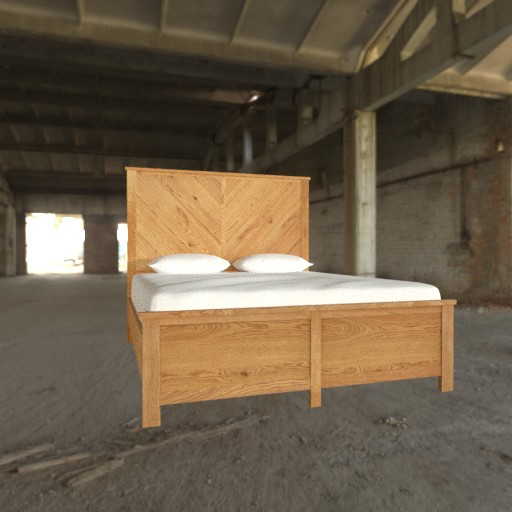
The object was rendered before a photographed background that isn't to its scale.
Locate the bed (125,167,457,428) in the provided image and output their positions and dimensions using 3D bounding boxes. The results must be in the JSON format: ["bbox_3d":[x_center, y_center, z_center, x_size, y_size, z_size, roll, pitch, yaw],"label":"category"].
[{"bbox_3d":[0.000,0.000,3.532,1.936,1.686,2.201,0,1,-18],"label":"bed"}]
